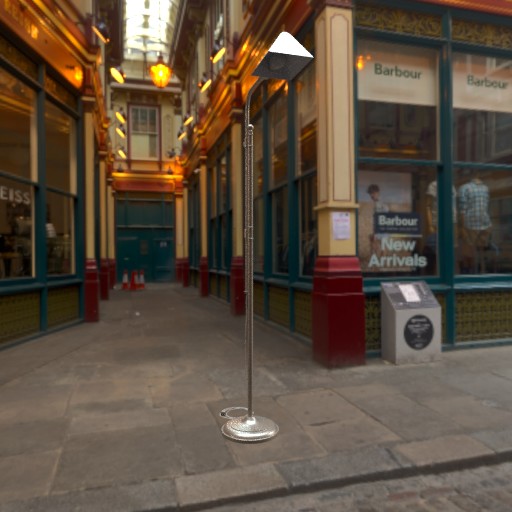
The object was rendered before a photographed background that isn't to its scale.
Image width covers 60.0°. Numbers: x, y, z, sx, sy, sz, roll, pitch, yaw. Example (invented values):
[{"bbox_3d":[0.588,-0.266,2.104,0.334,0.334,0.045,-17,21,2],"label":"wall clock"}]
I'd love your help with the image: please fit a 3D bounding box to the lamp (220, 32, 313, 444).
[{"bbox_3d":[0.000,0.000,1.891,0.256,1.571,0.813,0,0,-17],"label":"lamp"}]
